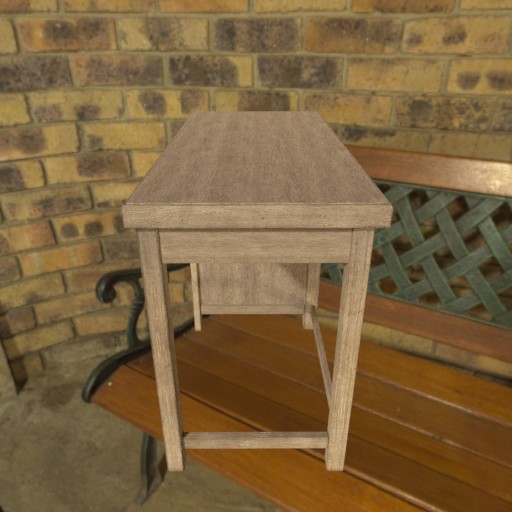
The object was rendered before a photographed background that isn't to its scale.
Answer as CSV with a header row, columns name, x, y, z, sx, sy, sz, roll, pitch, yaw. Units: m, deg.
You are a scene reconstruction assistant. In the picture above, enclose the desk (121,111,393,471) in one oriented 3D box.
name,x,y,z,sx,sy,sz,roll,pitch,yaw
desk,0.000,0.000,1.766,0.610,0.912,1.289,0,27,0
